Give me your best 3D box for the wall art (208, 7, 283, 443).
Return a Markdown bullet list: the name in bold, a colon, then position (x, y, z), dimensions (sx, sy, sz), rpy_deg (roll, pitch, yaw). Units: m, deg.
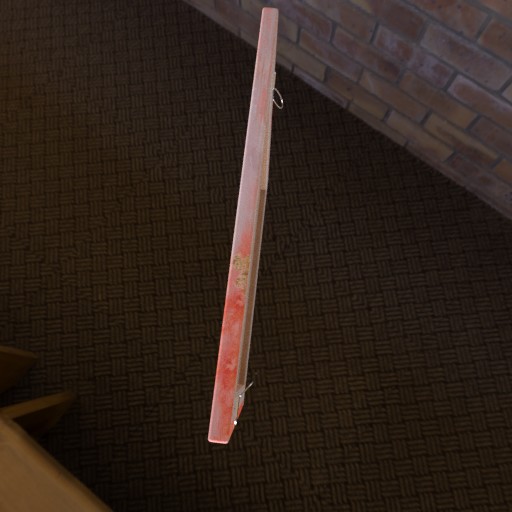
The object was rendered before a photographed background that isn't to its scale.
- **wall art**: position (0.000, 0.000, 1.266), dimensions (0.066, 0.878, 0.878), rpy_deg (6, 75, 2)
